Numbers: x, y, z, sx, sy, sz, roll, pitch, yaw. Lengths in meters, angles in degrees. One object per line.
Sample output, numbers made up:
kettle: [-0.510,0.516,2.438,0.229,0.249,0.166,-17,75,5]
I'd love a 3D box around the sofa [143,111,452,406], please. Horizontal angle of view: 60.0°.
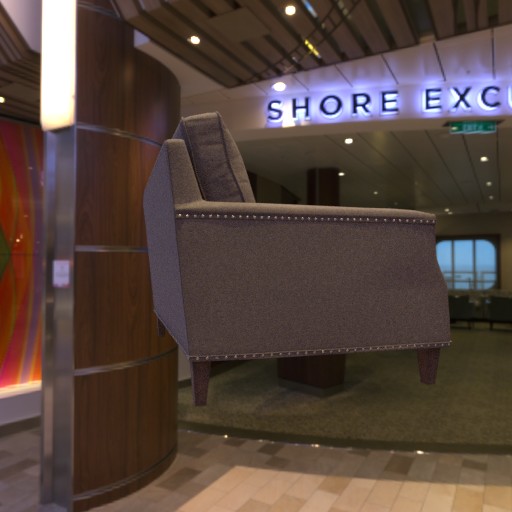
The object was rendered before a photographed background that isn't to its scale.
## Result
sofa: [0.000,0.000,2.265,1.084,1.003,1.597,0,-1,-17]
